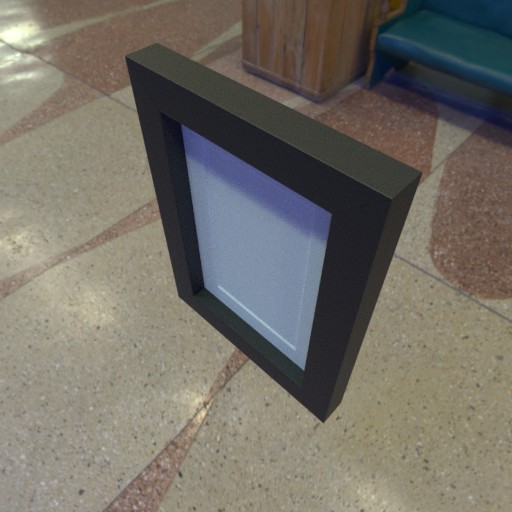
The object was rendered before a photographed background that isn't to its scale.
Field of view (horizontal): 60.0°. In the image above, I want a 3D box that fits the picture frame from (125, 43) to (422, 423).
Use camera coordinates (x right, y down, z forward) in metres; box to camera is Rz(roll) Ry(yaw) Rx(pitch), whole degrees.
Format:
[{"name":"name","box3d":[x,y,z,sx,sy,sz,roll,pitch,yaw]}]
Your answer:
[{"name":"picture frame","box3d":[0.000,0.000,0.274,0.157,0.208,0.028,36,58,27]}]
